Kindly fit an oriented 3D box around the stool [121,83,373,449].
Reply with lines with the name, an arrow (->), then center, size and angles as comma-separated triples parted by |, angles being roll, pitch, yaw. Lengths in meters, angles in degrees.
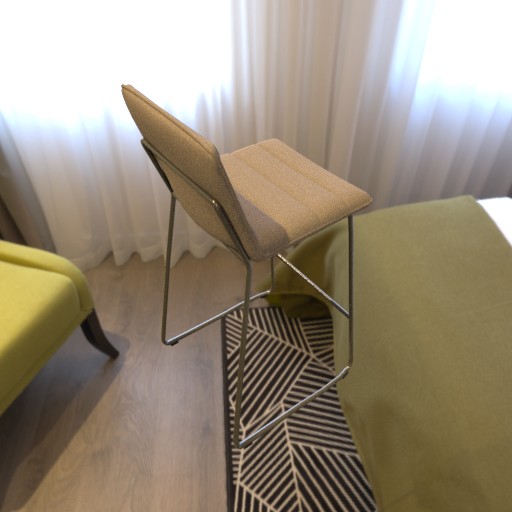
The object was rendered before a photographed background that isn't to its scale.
stool -> 0.000, 0.000, 1.247 | 0.490, 0.960, 0.490 | -25, 47, -26
